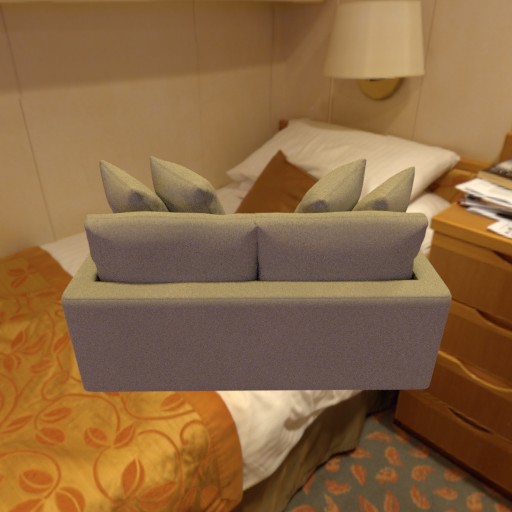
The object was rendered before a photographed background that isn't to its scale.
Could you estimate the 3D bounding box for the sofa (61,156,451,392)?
[{"bbox_3d":[0.000,0.000,2.654,1.869,1.080,1.228,0,29,-1],"label":"sofa"}]
